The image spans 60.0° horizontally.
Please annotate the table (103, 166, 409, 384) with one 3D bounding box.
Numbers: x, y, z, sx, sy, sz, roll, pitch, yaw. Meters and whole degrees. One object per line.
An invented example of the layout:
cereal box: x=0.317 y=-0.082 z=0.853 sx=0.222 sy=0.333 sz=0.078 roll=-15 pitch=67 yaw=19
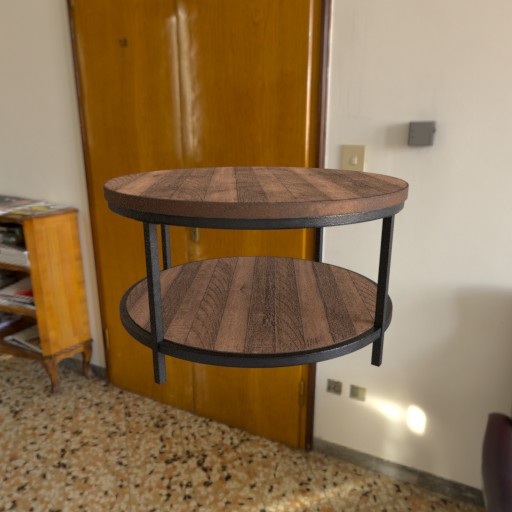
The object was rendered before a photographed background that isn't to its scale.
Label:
table: x=0.000 y=0.000 z=1.343 sx=0.837 sy=0.462 sz=0.837 roll=0 pitch=16 yaw=0
